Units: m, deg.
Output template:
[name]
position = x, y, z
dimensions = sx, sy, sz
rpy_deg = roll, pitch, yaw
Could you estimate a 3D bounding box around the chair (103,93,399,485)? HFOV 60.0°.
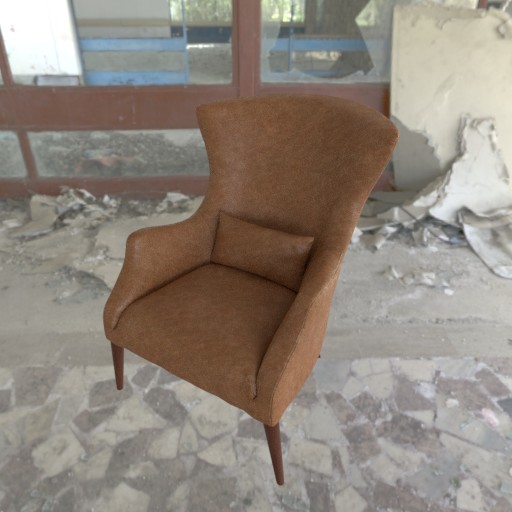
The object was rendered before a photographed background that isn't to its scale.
[chair]
position = 0.000, 0.000, 1.715
dimensions = 0.846, 1.067, 0.955
rpy_deg = 18, 34, 29
